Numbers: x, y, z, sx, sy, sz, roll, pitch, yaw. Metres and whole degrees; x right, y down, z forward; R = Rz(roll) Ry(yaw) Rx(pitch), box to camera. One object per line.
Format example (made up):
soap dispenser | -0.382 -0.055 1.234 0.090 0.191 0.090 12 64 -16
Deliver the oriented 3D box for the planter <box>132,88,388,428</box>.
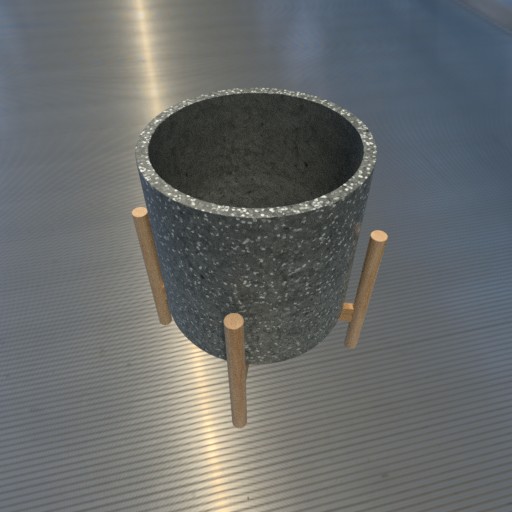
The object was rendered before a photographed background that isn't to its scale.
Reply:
planter | 0.000 0.000 0.714 0.360 0.419 0.360 23 50 21
